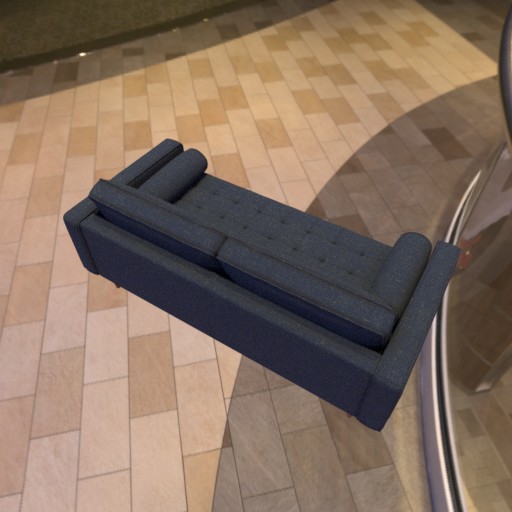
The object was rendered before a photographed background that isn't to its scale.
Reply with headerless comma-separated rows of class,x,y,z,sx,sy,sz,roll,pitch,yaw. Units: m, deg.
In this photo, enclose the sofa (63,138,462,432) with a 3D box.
sofa,0.000,0.000,2.408,1.880,0.762,0.914,25,52,21
